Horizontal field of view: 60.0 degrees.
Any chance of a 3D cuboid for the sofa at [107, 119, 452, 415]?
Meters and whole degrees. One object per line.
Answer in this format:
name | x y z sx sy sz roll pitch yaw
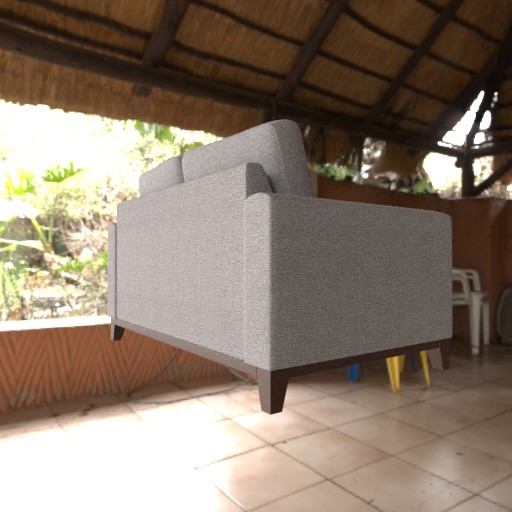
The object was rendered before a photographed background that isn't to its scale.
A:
sofa | 0.000 0.000 2.023 0.917 0.873 1.420 0 0 -36
